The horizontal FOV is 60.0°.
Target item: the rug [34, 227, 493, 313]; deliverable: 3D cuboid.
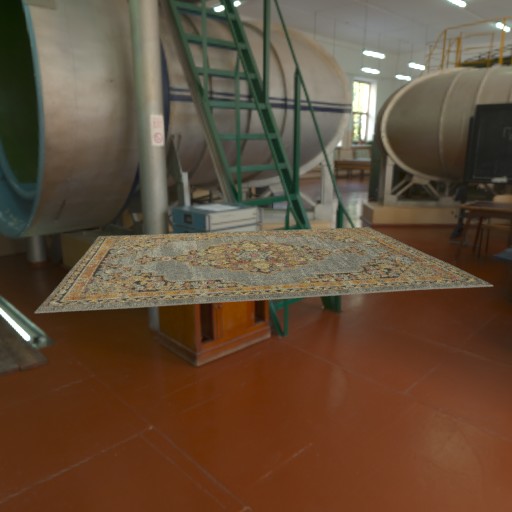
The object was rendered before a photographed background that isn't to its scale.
[{"bbox_3d":[0.000,0.000,3.928,3.063,0.024,2.158,-2,15,-9],"label":"rug"}]
